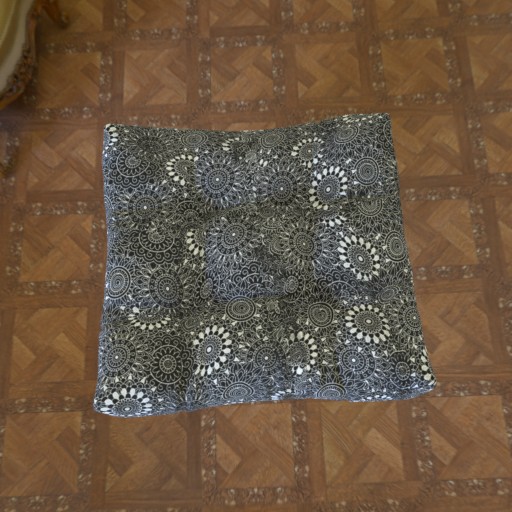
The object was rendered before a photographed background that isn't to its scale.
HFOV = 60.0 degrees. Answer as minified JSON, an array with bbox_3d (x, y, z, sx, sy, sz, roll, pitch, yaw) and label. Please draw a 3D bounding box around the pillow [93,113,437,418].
[{"bbox_3d":[0.000,0.000,0.715,0.490,0.128,0.468,-3,75,-1],"label":"pillow"}]
